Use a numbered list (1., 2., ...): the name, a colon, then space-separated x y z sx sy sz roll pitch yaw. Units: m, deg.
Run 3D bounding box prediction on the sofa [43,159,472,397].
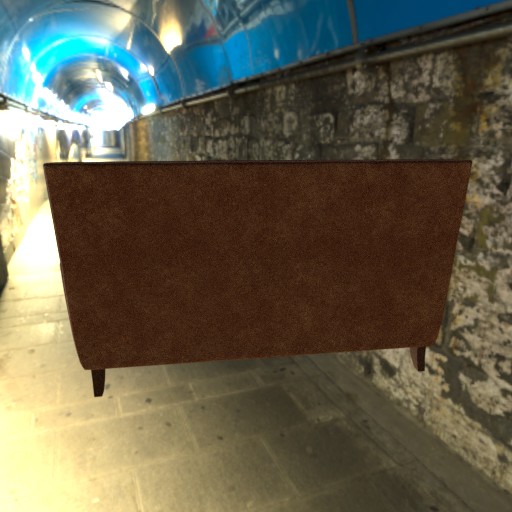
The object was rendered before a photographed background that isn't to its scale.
1. sofa: 0.000 0.000 1.976 1.473 0.871 0.787 -2 15 -8
